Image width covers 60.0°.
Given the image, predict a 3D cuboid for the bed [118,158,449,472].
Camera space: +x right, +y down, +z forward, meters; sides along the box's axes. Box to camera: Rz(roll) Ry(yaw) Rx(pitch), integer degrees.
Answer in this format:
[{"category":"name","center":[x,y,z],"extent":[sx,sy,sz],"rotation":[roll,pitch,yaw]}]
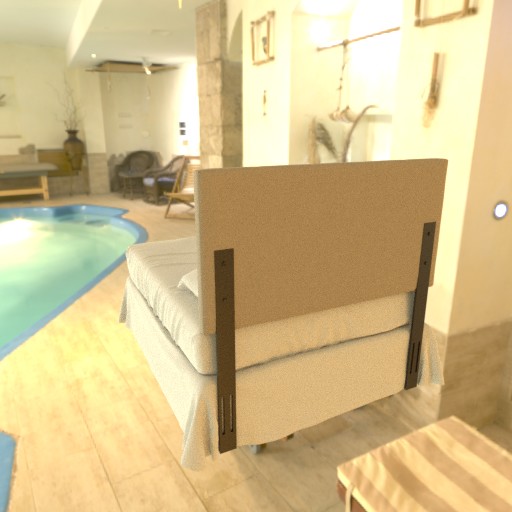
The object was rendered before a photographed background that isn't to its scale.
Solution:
[{"category":"bed","center":[0.000,0.000,3.458],"extent":[1.936,1.577,2.222],"rotation":[-8,18,-25]}]
